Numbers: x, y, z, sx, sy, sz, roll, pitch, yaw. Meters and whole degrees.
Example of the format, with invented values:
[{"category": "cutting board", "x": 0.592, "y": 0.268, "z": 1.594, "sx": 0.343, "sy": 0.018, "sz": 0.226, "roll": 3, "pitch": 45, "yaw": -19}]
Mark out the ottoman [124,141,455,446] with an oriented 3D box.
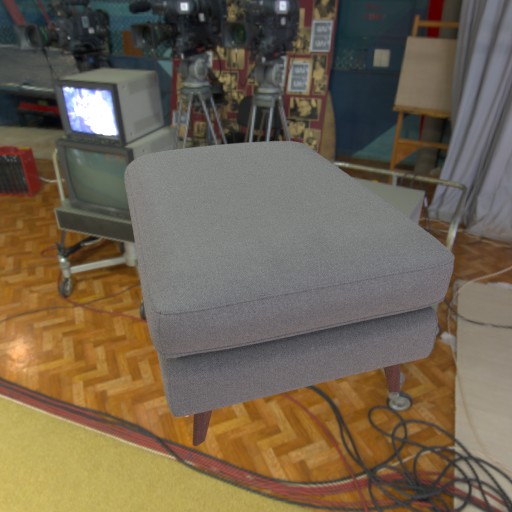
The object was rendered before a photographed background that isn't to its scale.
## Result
[{"category": "ottoman", "x": 0.000, "y": 0.000, "z": 1.178, "sx": 0.608, "sy": 0.449, "sz": 0.811, "roll": -9, "pitch": 32, "yaw": -15}]
